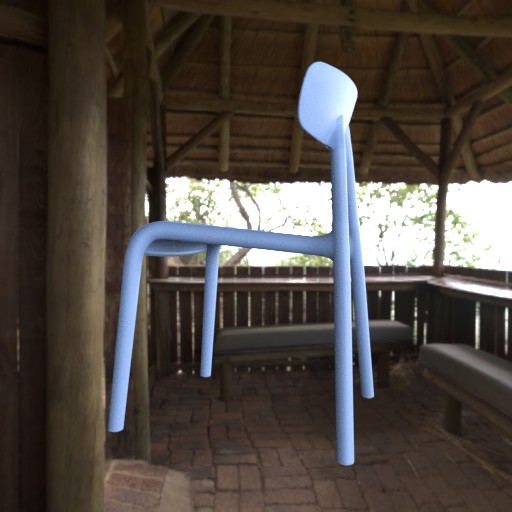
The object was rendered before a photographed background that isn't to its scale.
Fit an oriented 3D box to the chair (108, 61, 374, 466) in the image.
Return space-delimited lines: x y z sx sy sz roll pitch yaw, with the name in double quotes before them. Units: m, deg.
"chair" 0.000 0.000 0.825 0.401 0.580 0.356 0 1 20
